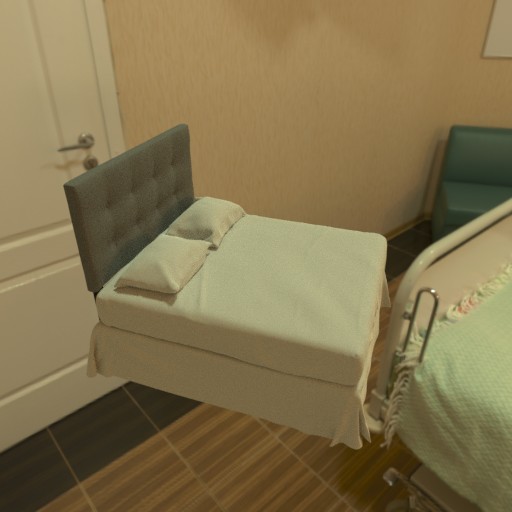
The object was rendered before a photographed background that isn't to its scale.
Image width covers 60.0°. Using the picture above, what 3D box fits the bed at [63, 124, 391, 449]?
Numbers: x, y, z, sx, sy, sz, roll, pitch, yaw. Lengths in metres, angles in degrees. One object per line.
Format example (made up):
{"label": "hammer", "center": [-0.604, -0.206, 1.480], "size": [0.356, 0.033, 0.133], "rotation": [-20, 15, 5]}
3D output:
{"label": "bed", "center": [0.000, 0.000, 3.581], "size": [2.222, 1.577, 1.936], "rotation": [10, 32, 16]}
